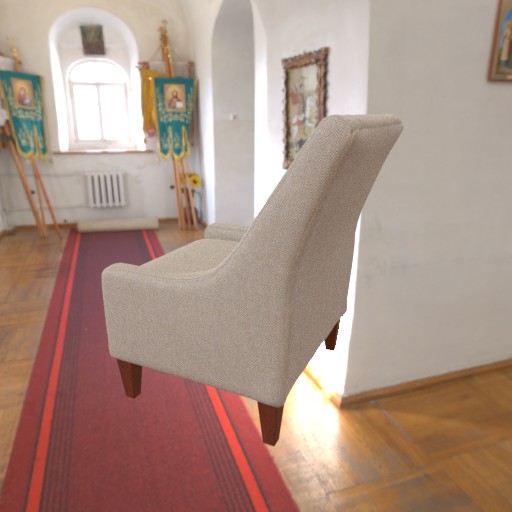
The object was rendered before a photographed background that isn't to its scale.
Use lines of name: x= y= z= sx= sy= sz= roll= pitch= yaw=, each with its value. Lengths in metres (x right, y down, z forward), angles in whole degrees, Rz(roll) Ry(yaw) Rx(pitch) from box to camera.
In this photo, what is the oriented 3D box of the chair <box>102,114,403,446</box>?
chair: x=0.000 y=0.000 z=1.660 sx=0.870 sy=1.014 sz=0.774 roll=9 pitch=20 yaw=25
